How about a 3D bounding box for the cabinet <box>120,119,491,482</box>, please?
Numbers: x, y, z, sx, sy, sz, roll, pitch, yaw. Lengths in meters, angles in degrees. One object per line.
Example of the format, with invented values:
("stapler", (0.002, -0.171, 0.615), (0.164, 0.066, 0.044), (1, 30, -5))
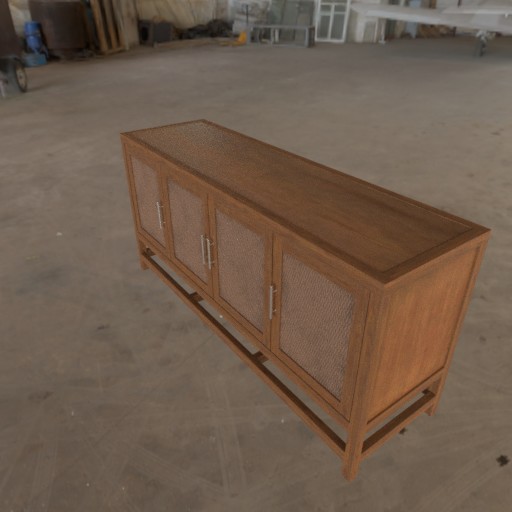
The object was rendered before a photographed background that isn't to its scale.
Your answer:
("cabinet", (0.000, 0.000, 2.015), (0.522, 0.820, 1.708), (-21, 37, -31))
